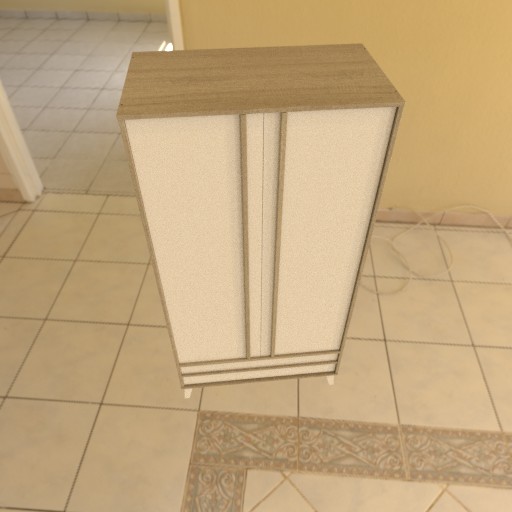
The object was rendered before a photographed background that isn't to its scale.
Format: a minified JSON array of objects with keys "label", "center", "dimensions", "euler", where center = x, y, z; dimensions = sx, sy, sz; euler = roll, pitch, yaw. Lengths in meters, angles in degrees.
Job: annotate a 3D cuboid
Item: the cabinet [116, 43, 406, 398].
[{"label":"cabinet","center":[0.000,0.000,2.437],"dimensions":[1.006,1.999,0.571],"euler":[-4,45,-4]}]
